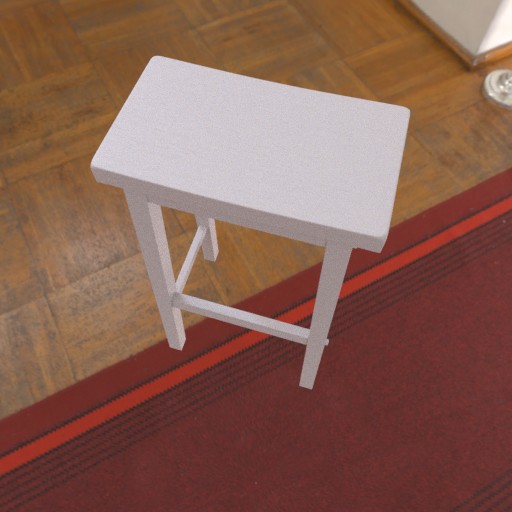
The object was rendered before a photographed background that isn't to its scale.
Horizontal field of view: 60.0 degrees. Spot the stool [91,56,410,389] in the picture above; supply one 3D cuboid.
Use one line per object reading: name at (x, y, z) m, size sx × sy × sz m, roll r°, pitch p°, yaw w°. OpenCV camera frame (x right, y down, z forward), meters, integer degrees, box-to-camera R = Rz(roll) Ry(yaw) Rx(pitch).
stool at (0.000, 0.000, 0.952) m, size 0.406 × 0.742 × 0.322 m, roll 15°, pitch 64°, yaw 7°
